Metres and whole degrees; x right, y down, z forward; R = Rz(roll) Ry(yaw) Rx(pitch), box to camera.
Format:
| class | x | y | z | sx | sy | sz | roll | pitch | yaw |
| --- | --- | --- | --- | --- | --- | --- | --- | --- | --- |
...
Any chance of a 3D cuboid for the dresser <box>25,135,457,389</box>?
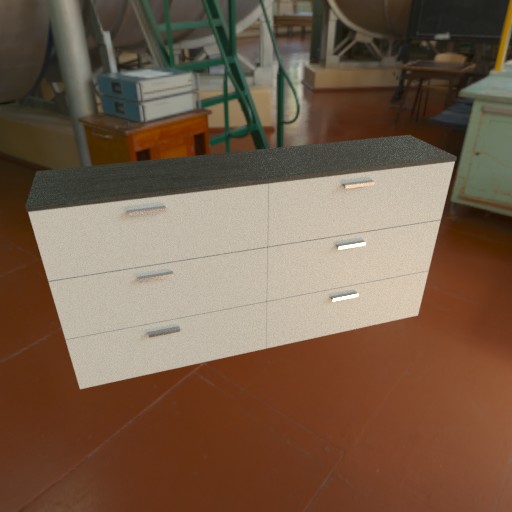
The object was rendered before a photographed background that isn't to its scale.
| class | x | y | z | sx | sy | sz | roll | pitch | yaw |
| --- | --- | --- | --- | --- | --- | --- | --- | --- | --- |
| dresser | 0.000 | 0.000 | 1.844 | 1.535 | 0.790 | 0.333 | -9 | 32 | -15 |
